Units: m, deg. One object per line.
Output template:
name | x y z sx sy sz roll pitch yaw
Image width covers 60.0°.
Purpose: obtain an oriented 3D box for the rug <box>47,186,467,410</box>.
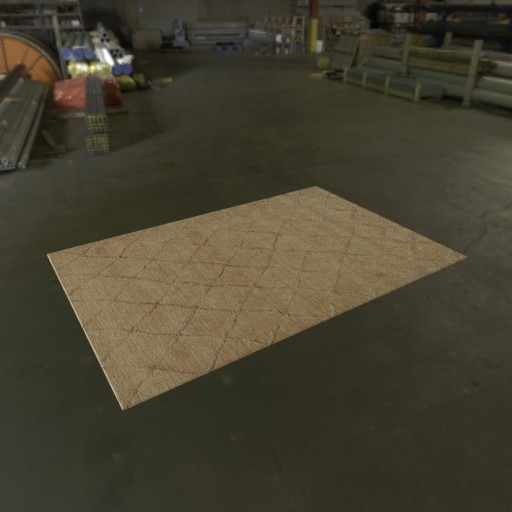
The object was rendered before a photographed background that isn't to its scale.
rug | 0.000 0.000 2.909 2.292 0.014 1.528 -18 34 -28
